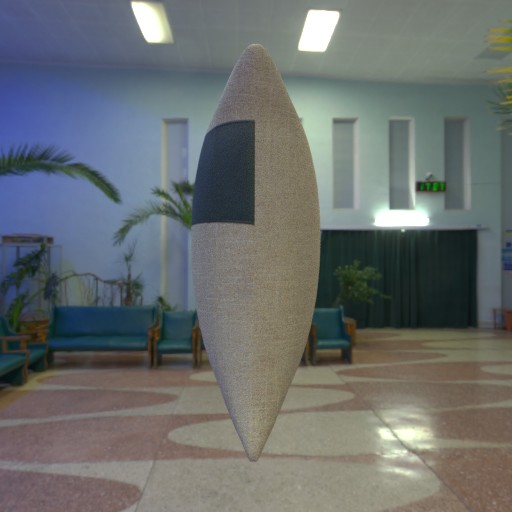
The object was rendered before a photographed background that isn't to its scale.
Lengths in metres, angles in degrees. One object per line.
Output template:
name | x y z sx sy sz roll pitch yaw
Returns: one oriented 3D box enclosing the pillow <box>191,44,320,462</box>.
pillow | 0.000 0.000 0.622 0.173 0.399 0.414 0 -1 0
